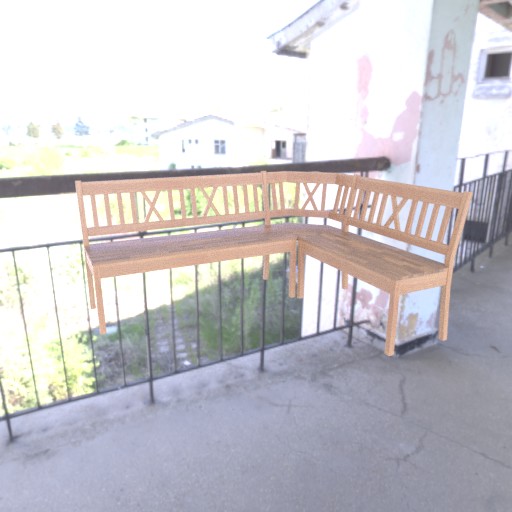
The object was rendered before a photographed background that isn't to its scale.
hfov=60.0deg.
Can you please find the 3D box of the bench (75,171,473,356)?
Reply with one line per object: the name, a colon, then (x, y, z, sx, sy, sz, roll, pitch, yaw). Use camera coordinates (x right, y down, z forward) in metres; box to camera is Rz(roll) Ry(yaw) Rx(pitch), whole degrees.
bench: (0.000, 0.000, 2.844, 1.937, 0.902, 1.537, -8, 19, -25)
